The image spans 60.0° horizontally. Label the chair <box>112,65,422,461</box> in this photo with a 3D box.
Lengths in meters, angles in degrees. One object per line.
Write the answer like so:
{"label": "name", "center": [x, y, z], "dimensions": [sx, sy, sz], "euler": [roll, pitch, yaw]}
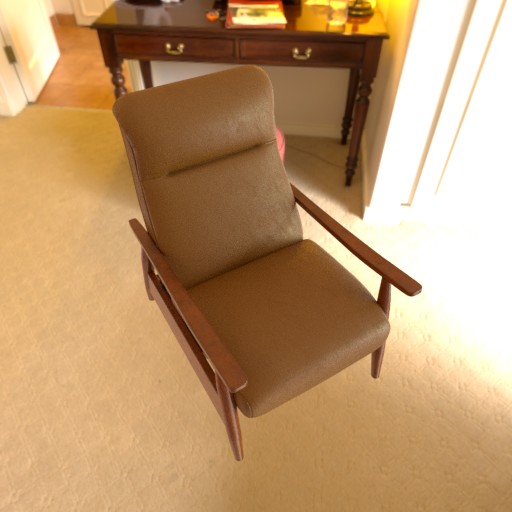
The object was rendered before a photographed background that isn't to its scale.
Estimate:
{"label": "chair", "center": [0.000, 0.000, 1.766], "dimensions": [0.762, 1.082, 1.014], "euler": [-23, 50, -21]}
